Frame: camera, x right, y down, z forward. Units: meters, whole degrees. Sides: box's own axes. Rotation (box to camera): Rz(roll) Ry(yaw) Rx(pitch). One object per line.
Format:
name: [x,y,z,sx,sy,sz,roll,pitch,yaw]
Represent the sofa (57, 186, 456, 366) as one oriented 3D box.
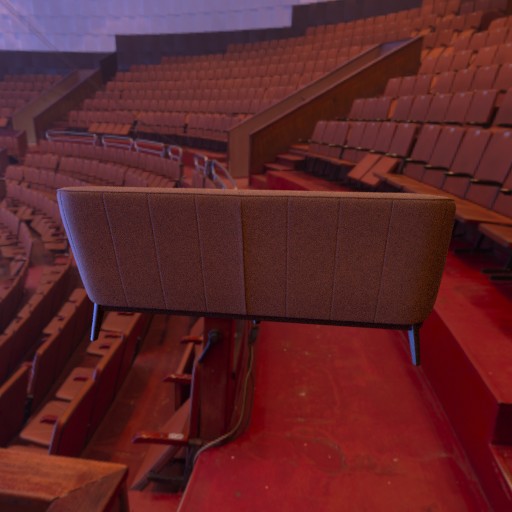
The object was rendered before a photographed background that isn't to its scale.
sofa: [0.000,0.000,2.406,1.928,0.830,0.869,3,17,8]
